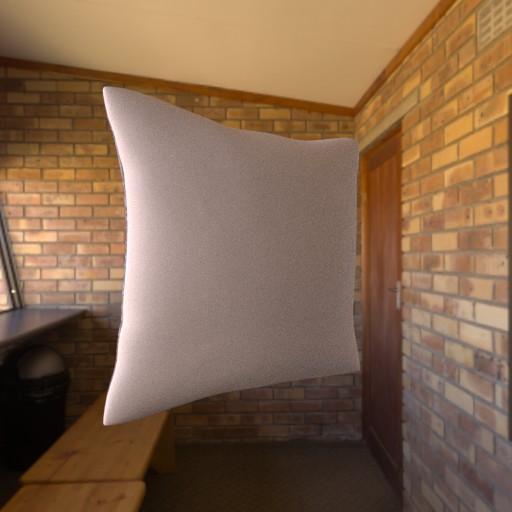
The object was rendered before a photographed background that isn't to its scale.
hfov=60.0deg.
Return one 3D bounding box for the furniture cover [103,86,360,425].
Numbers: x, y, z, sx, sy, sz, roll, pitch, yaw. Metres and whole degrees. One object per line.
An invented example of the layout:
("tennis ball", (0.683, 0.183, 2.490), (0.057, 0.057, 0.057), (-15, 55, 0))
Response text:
("furniture cover", (0.000, 0.000, 0.815), (0.552, 0.509, 0.193), (0, 0, -35))
